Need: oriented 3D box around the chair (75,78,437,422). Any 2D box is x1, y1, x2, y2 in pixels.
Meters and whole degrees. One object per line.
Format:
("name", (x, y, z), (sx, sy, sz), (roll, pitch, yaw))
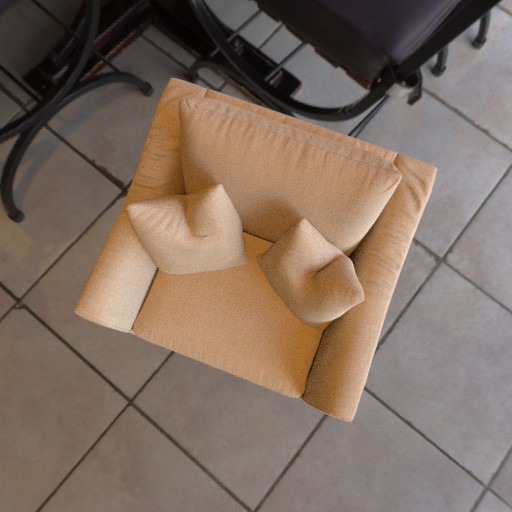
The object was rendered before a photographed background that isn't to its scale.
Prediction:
("chair", (0.000, 0.000, 2.031), (1.194, 1.093, 1.071), (20, 77, 5))
